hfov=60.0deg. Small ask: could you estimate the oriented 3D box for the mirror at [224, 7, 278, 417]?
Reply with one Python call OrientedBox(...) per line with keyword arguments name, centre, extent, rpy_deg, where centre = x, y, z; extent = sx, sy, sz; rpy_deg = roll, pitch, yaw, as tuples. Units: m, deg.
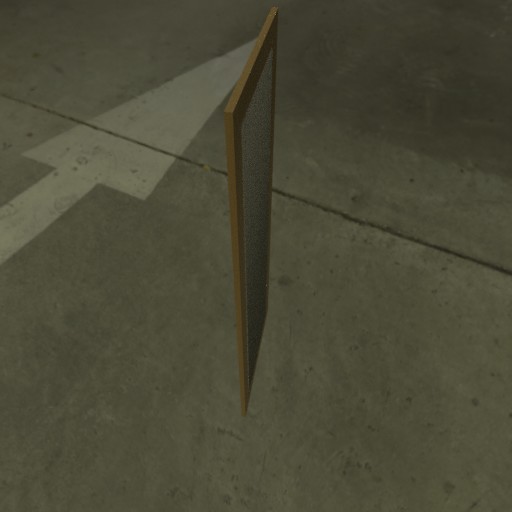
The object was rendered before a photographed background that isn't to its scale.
OrientedBox(name="mirror", centre=(0.000, 0.000, 2.228), extent=(0.025, 2.031, 0.812), rpy_deg=(8, 48, 7))
